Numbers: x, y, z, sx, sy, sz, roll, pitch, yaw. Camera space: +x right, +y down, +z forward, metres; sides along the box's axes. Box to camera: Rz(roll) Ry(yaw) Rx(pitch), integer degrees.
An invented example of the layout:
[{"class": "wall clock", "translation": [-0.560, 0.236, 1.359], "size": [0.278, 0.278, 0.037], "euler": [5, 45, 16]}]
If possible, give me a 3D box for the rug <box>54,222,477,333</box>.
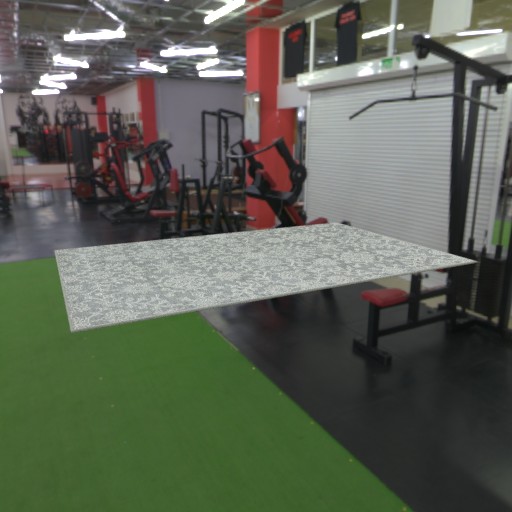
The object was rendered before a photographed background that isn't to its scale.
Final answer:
[{"class": "rug", "translation": [0.000, 0.000, 2.991], "size": [2.430, 0.010, 1.515], "euler": [-7, 16, -25]}]
